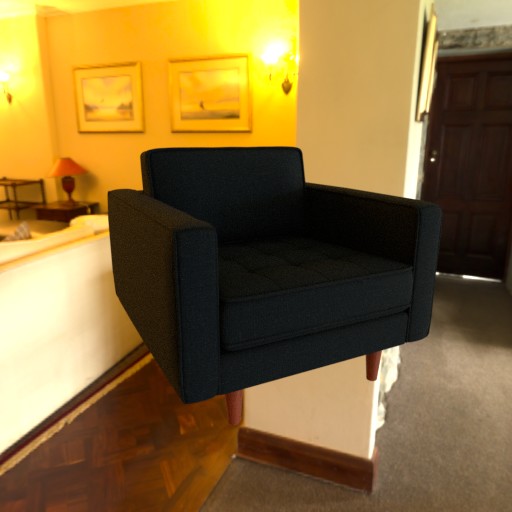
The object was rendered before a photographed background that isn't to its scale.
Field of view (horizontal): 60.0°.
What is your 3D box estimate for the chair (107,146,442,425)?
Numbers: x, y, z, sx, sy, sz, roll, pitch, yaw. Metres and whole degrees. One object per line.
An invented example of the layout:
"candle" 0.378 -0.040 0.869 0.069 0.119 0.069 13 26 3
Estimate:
"chair" 0.000 0.000 1.623 0.899 0.770 0.920 -8 17 -26
